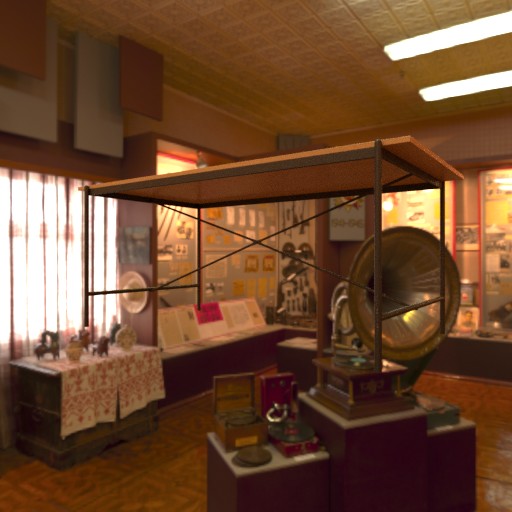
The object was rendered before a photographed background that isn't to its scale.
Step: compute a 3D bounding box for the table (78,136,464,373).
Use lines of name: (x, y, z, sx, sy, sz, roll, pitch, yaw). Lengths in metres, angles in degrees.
table: (0.000, 0.000, 2.264, 1.800, 0.758, 0.900, 0, 0, 36)
